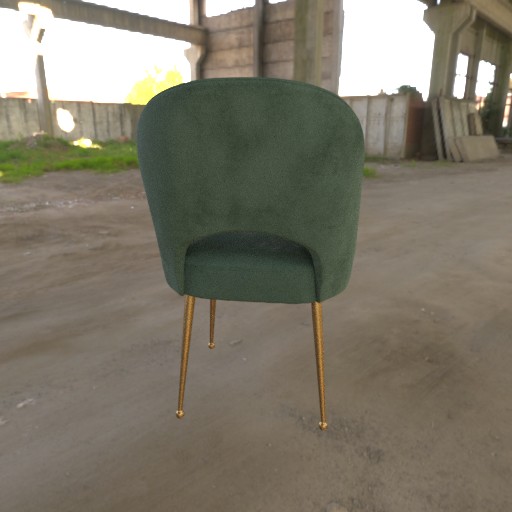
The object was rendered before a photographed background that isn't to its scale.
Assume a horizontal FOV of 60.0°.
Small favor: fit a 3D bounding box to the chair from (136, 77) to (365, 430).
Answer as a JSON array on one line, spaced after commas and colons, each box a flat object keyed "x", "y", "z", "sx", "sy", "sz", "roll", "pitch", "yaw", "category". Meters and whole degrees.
[{"x": 0.000, "y": 0.000, "z": 1.211, "sx": 0.527, "sy": 0.860, "sz": 0.577, "roll": 2, "pitch": 17, "yaw": 7, "category": "chair"}]
